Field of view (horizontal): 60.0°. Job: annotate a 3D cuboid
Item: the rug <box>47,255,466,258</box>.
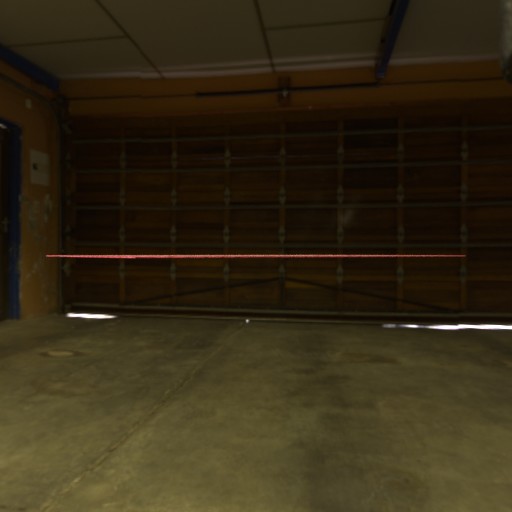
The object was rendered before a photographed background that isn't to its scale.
[{"bbox_3d":[0.000,0.000,2.840,2.184,0.007,1.579,0,0,-36],"label":"rug"}]
